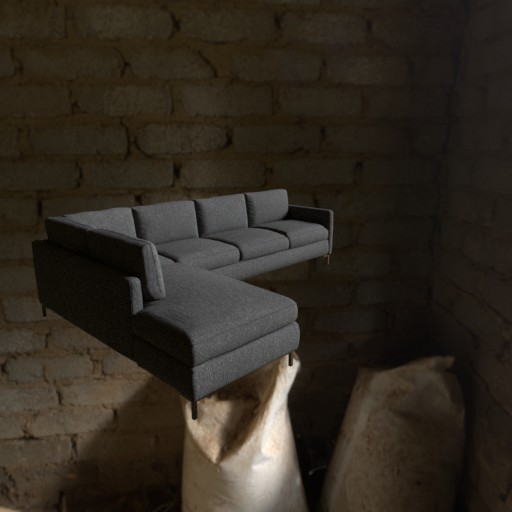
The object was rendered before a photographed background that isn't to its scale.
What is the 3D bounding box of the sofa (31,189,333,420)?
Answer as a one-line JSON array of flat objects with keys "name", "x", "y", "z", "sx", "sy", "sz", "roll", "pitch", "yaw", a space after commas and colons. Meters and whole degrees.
[{"name": "sofa", "x": 0.000, "y": 0.000, "z": 3.760, "sx": 2.007, "sy": 0.815, "sz": 2.949, "roll": 14, "pitch": 20, "yaw": 42}]
